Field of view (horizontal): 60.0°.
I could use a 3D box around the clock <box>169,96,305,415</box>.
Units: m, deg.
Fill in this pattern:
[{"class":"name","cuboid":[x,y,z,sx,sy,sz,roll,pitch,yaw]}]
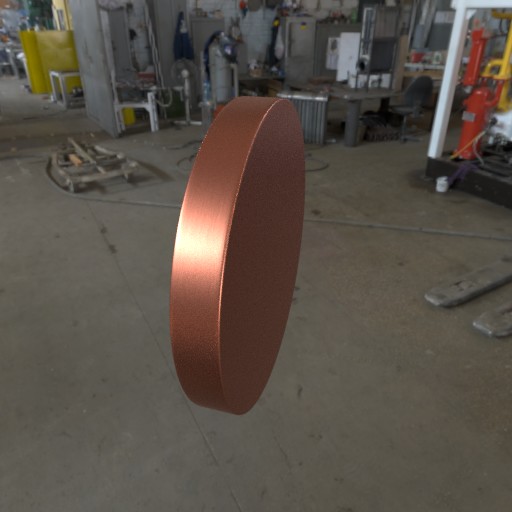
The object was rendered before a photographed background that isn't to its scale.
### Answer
[{"class":"clock","cuboid":[0.000,0.000,0.464,0.040,0.313,0.313,8,30,15]}]
